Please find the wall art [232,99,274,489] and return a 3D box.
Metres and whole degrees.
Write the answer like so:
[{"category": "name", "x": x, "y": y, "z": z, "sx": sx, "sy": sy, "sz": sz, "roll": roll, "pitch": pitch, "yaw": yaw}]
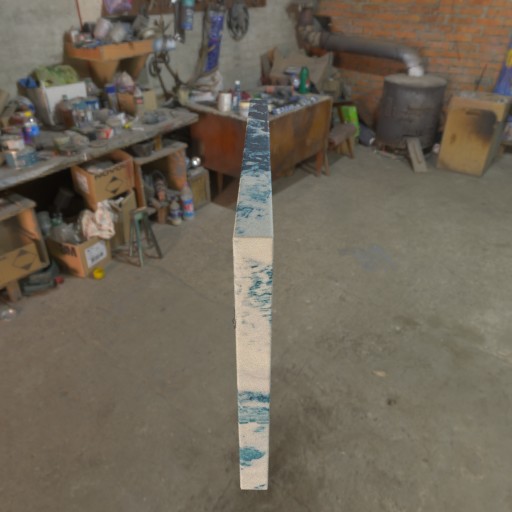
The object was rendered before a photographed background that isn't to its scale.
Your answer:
[{"category": "wall art", "x": 0.000, "y": 0.000, "z": 0.781, "sx": 0.043, "sy": 0.407, "sz": 0.609, "roll": 0, "pitch": 31, "yaw": 1}]
